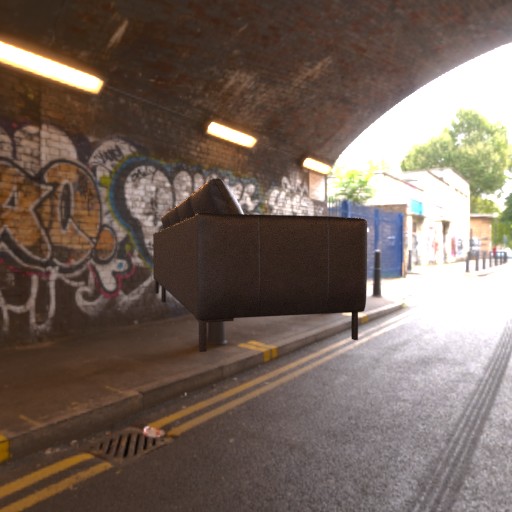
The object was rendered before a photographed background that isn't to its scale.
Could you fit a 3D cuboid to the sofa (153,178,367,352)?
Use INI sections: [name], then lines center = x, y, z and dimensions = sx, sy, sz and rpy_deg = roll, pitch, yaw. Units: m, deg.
[sofa]
center = 0.000, 0.000, 3.674
dimensions = 1.471, 0.859, 2.993
rpy_deg = 0, 1, -17
